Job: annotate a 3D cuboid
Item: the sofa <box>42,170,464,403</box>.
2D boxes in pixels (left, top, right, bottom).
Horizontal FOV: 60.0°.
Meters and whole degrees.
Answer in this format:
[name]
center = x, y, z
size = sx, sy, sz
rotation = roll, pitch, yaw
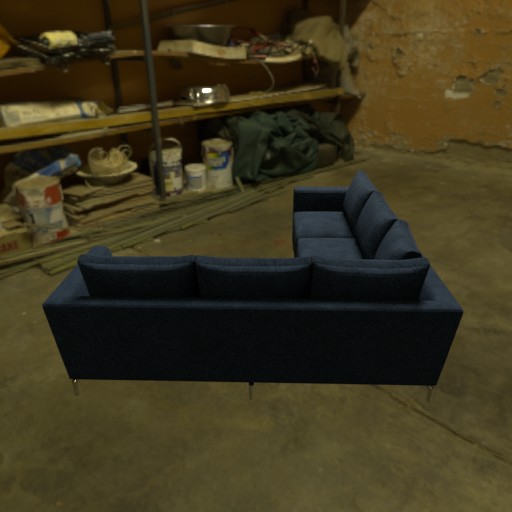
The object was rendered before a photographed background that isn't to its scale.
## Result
[sofa]
center = 0.000, 0.000, 3.791
size = 2.463, 0.988, 2.472
rotation = 1, 25, 1
